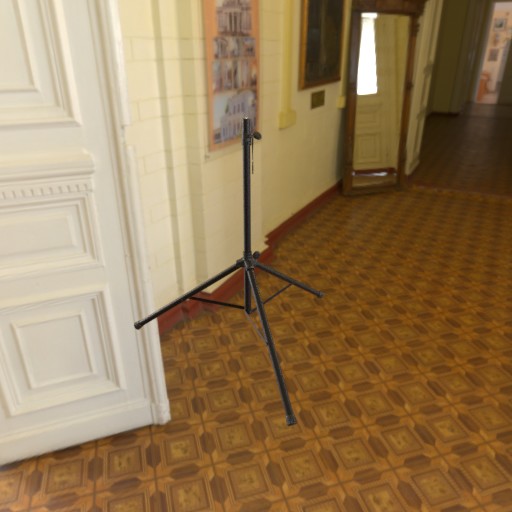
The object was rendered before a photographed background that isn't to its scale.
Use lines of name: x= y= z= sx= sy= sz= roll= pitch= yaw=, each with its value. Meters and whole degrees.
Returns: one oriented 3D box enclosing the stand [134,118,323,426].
stand: x=0.000 y=0.000 z=2.766 sx=1.596 sy=1.595 sz=1.339 roll=-7 pitch=26 yaw=-15
